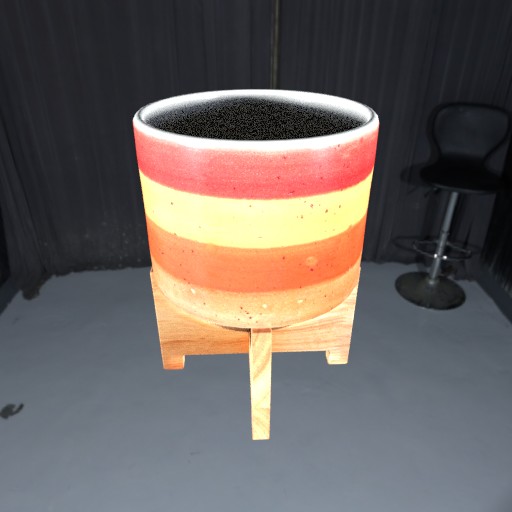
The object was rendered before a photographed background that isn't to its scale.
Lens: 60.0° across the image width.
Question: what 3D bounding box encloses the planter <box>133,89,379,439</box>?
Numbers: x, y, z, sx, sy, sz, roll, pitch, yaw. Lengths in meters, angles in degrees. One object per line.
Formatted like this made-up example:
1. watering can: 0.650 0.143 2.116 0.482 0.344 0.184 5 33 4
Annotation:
1. planter: 0.000 0.000 0.418 0.199 0.268 0.199 0 30 0
